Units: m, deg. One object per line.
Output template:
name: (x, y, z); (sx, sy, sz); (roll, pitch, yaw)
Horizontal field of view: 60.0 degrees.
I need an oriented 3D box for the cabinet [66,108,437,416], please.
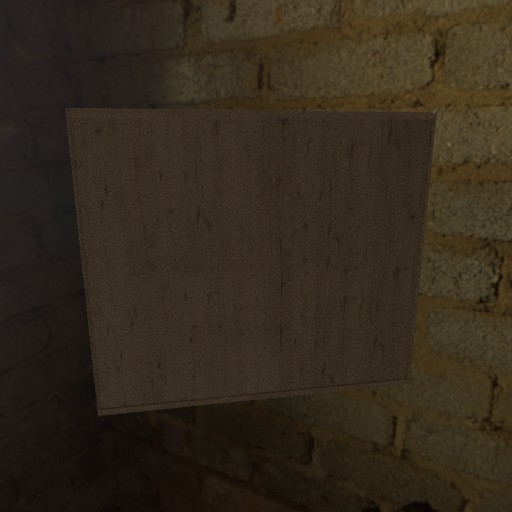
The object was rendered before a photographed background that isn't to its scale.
cabinet: (0.000, 0.000, 3.541); (2.500, 2.180, 0.660); (-3, 15, -10)
